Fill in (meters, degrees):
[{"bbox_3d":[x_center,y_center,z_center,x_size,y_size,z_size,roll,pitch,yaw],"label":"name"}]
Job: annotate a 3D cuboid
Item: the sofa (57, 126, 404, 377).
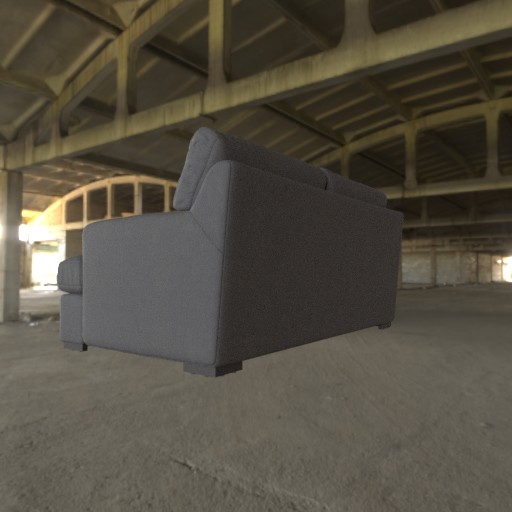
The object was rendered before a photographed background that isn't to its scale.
[{"bbox_3d":[0.000,0.000,2.572,1.143,0.940,1.880,-1,-2,37],"label":"sofa"}]
